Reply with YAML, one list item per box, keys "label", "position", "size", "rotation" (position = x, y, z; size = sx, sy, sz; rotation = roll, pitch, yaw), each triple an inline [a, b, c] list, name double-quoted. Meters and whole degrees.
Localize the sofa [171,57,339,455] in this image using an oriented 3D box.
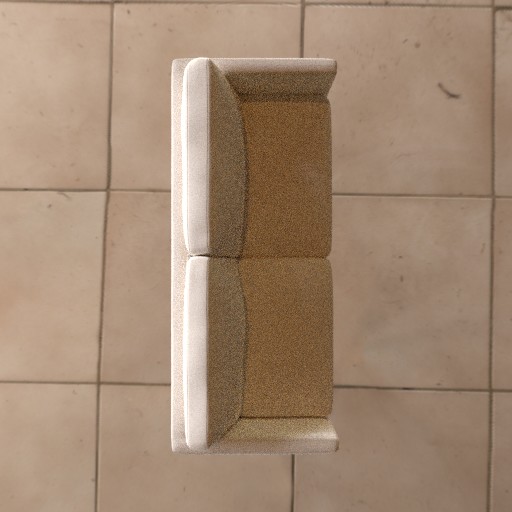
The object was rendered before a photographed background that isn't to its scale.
- label: "sofa"
  position: [0.000, 0.000, 2.628]
  size: [0.924, 0.933, 2.139]
  rotation: [0, 89, 0]
